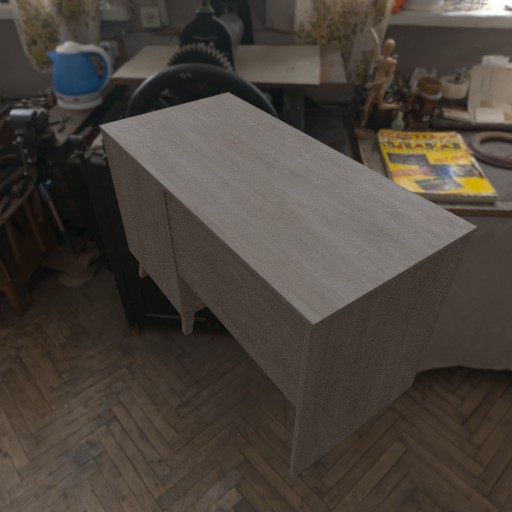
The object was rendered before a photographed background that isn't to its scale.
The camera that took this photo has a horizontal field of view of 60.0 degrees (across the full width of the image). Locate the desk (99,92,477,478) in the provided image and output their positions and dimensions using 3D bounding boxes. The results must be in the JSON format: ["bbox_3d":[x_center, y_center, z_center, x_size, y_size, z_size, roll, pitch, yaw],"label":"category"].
[{"bbox_3d":[0.000,0.000,1.719,0.600,0.770,1.251,-25,46,-27],"label":"desk"}]
